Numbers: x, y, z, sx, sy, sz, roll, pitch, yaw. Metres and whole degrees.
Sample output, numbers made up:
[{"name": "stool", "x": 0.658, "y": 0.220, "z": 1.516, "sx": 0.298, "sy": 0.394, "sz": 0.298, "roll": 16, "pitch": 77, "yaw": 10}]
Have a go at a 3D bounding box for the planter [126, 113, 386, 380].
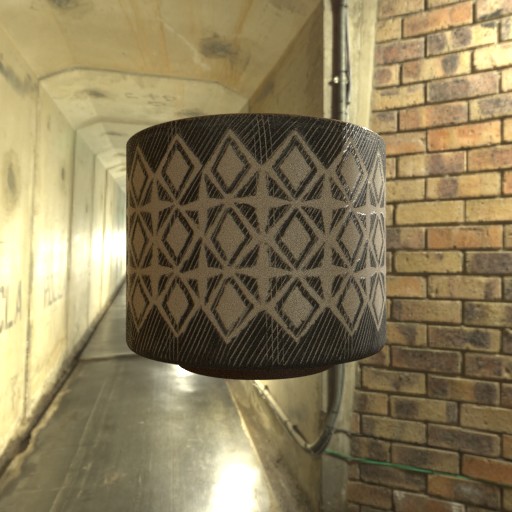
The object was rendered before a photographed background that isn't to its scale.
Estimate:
[{"name": "planter", "x": 0.000, "y": 0.000, "z": 0.225, "sx": 0.126, "sy": 0.104, "sz": 0.126, "roll": 0, "pitch": 0, "yaw": 0}]
